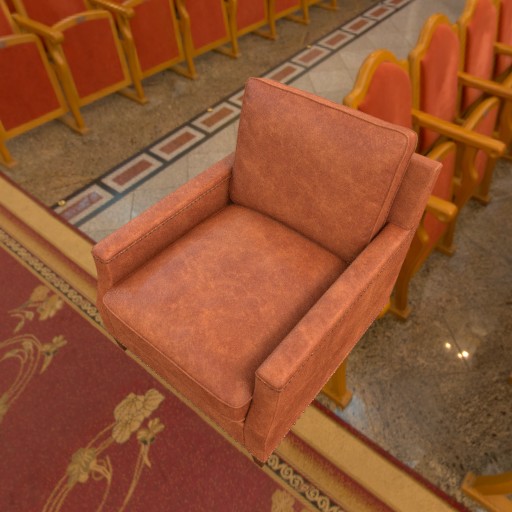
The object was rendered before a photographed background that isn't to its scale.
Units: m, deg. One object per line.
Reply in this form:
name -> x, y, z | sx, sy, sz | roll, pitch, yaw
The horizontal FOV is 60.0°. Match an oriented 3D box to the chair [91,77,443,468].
chair -> 0.000, 0.000, 1.672 | 0.853, 0.943, 1.014 | 31, 54, 26
